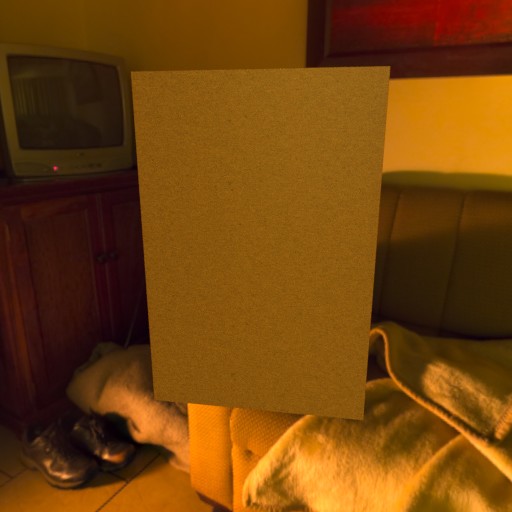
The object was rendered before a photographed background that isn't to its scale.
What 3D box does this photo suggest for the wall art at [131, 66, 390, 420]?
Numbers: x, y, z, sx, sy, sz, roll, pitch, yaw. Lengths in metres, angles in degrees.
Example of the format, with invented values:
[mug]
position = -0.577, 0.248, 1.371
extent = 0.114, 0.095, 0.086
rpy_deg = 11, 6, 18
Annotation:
[wall art]
position = 0.000, 0.000, 1.173
extent = 0.610, 0.914, 0.037
rpy_deg = 3, 16, 9
